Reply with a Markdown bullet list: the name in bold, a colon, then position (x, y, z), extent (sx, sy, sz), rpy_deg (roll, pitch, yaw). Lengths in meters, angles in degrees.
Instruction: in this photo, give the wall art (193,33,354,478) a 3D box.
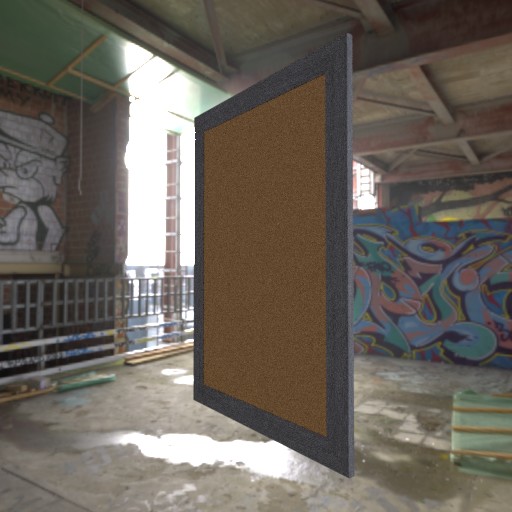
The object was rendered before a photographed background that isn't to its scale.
- **wall art**: position (0.000, 0.000, 1.379), extent (0.020, 1.070, 0.768), rpy_deg (1, -2, -36)
